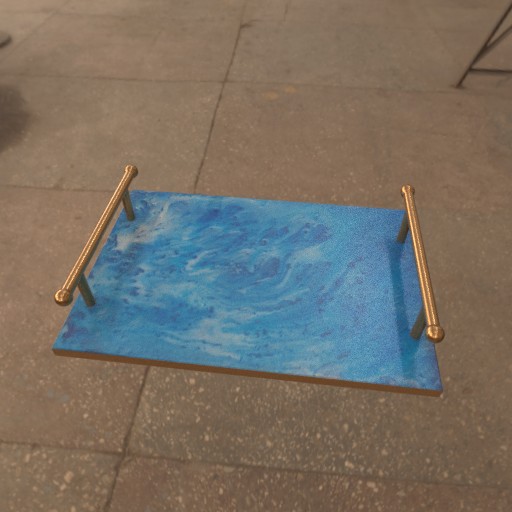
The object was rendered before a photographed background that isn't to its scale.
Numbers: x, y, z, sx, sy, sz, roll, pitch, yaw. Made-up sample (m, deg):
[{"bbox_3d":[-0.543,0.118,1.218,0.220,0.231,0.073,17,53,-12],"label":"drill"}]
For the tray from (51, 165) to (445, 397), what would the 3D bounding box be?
[{"bbox_3d":[0.000,0.000,0.581,0.444,0.084,0.304,5,46,5],"label":"tray"}]
